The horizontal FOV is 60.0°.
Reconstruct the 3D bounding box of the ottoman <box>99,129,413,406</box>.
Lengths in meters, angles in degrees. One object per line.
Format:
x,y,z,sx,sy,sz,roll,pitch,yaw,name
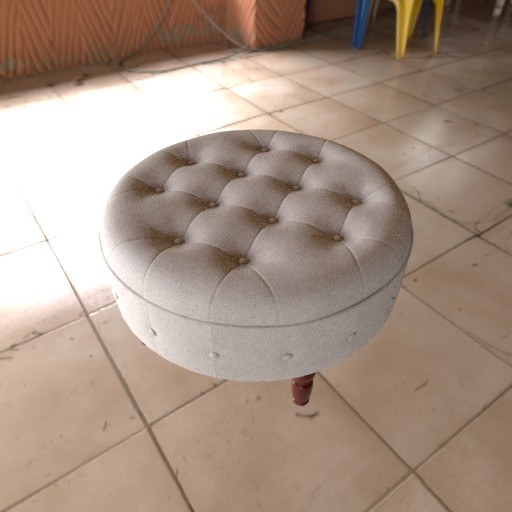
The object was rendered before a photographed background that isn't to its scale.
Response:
0.000,0.000,1.343,0.849,0.478,0.849,0,40,0,ottoman
